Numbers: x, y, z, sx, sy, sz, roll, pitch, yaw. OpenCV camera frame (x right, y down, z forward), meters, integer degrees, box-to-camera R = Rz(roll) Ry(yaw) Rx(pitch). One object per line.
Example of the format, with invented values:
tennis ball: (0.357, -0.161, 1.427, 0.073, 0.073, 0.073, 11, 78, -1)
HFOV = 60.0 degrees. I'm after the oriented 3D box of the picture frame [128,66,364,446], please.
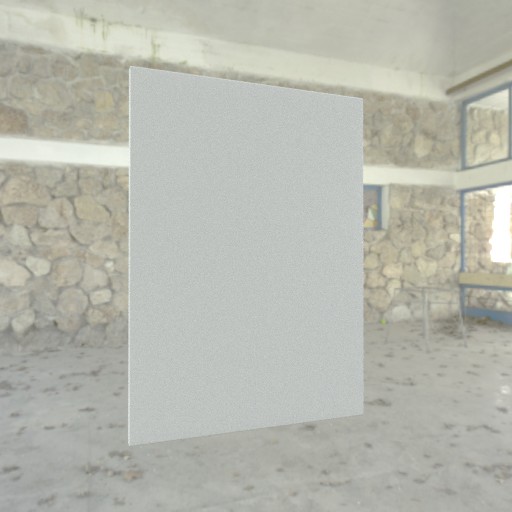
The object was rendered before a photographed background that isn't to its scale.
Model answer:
picture frame: (0.000, 0.000, 0.689, 0.381, 0.534, 0.012, 0, 0, -19)
